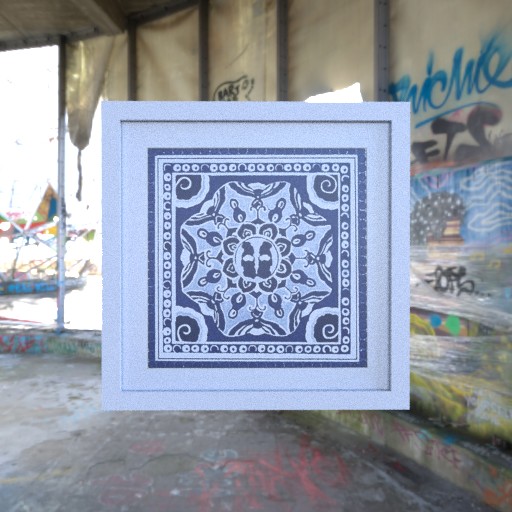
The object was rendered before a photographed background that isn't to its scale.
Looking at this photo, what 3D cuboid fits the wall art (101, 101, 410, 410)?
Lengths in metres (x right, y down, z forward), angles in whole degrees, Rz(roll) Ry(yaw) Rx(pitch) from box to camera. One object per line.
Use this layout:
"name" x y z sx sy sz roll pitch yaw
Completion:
"wall art" 0.000 0.000 0.523 0.355 0.355 0.027 0 0 0
